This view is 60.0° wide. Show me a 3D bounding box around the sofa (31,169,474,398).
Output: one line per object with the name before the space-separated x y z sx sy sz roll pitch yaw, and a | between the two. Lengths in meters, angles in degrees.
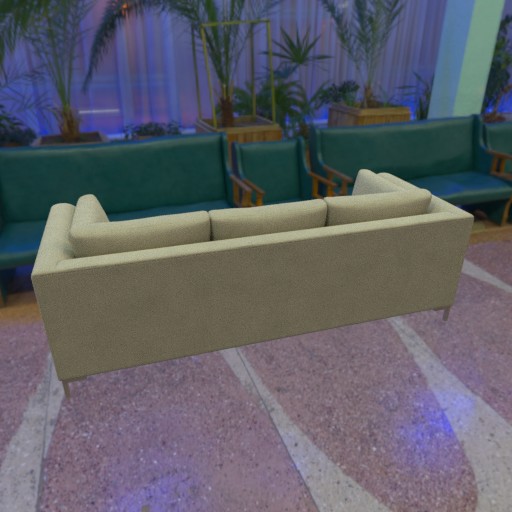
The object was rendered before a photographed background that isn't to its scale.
sofa | 0.000 0.000 2.853 2.415 0.867 0.969 -8 28 -15
